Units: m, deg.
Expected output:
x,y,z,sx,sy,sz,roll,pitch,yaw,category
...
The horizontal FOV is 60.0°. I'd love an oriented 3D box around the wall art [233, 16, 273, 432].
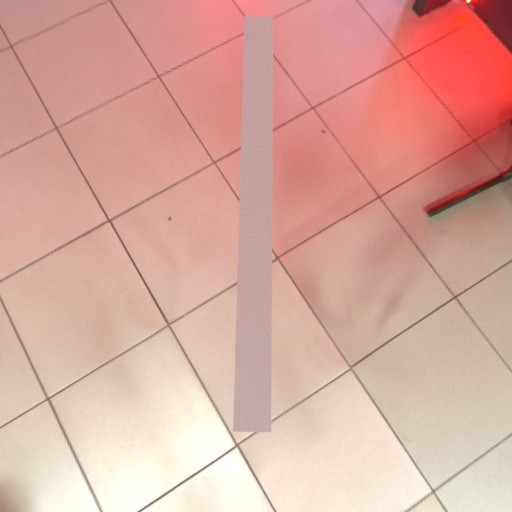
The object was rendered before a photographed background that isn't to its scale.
x,y,z,sx,sy,sz,roll,pitch,yaw,category
0.000,0.000,0.752,0.038,0.506,0.506,1,74,0,wall art
